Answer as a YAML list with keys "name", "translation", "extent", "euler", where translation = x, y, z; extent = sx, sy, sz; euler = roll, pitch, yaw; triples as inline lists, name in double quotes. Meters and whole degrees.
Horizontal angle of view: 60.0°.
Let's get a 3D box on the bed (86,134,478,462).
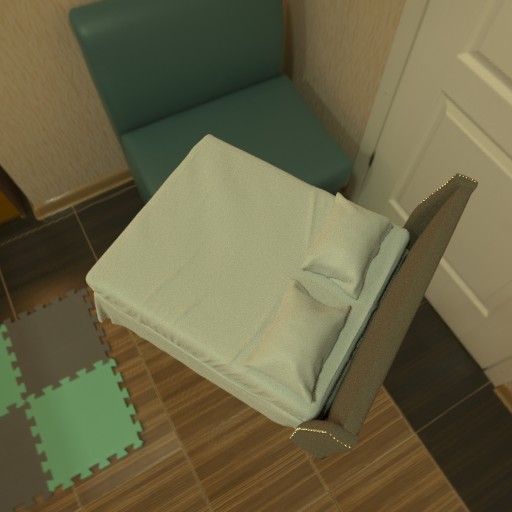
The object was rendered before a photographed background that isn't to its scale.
- name: "bed"
  translation: [0.000, 0.000, 3.362]
  extent: [2.276, 1.332, 1.925]
  euler: [29, 67, 13]
